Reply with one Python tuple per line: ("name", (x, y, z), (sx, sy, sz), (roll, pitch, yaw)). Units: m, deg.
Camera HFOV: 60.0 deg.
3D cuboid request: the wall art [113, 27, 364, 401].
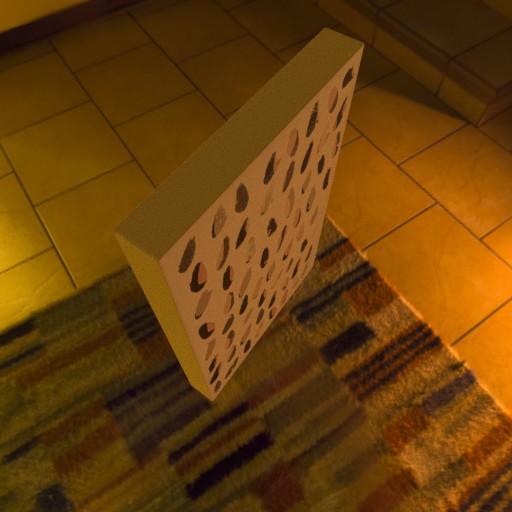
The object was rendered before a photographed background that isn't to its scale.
("wall art", (0.000, 0.000, 0.483), (0.039, 0.381, 0.252), (32, 65, 17))
